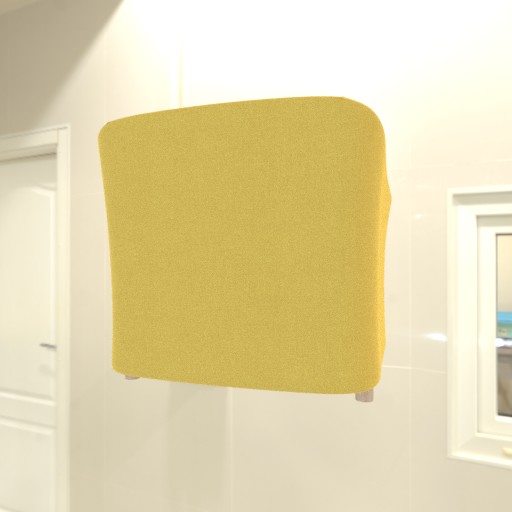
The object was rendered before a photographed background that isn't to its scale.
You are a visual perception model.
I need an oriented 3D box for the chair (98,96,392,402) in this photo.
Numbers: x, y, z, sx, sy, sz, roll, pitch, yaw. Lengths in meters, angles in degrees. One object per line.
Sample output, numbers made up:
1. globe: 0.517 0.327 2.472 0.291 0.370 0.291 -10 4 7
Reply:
1. chair: 0.000 0.000 1.358 0.790 0.720 0.700 0 0 17
